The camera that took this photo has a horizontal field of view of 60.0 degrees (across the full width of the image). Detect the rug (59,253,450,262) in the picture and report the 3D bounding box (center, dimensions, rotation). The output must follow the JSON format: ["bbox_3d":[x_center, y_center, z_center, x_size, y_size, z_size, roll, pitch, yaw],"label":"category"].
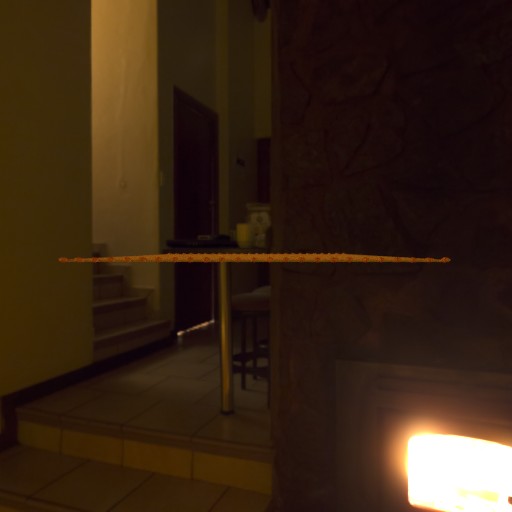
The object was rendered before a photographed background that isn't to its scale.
[{"bbox_3d":[0.000,0.000,4.443,2.451,0.035,3.369,0,1,0],"label":"rug"}]
